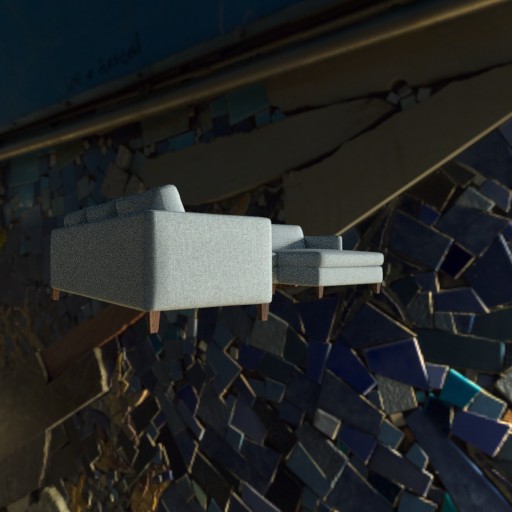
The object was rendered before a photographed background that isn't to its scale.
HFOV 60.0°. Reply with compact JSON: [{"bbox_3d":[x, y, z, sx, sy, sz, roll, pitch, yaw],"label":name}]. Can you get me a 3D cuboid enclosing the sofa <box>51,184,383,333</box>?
[{"bbox_3d":[0.000,0.000,4.527,3.403,0.889,2.551,0,0,-37],"label":"sofa"}]
